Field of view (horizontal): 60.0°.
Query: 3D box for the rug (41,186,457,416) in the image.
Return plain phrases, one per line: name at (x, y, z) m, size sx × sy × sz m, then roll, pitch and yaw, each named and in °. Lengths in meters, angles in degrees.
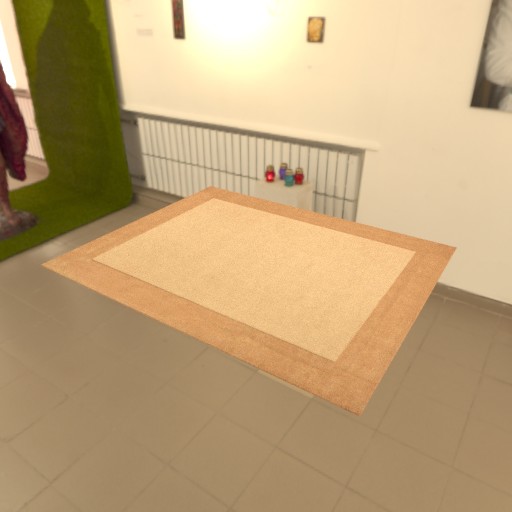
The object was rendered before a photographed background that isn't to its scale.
rug at (0.000, 0.000, 4.146) m, size 3.048 × 0.014 × 2.438 m, roll 18°, pitch 34°, yaw 29°
